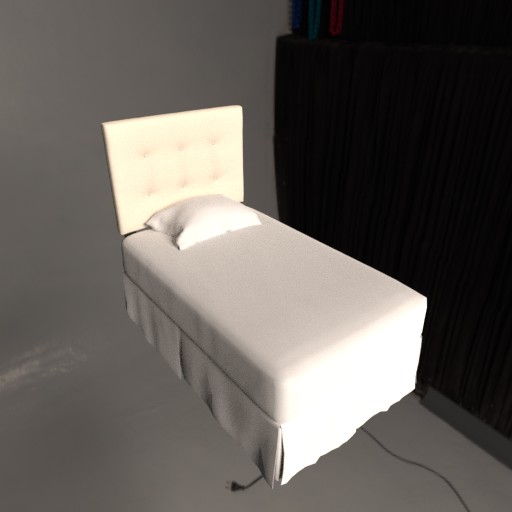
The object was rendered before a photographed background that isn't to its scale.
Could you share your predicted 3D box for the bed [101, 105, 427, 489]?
[{"bbox_3d":[0.000,0.000,2.961,1.261,1.571,1.997,-20,34,-32],"label":"bed"}]
